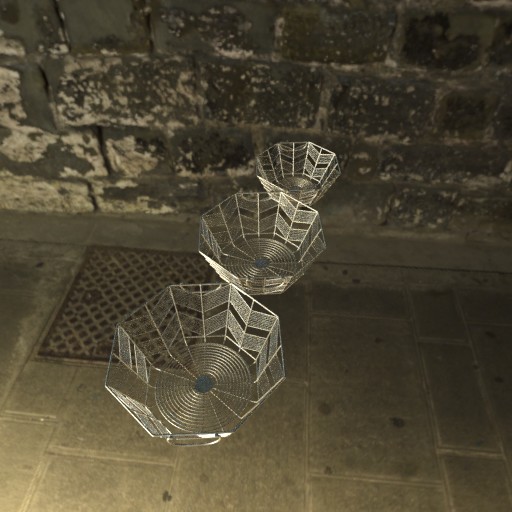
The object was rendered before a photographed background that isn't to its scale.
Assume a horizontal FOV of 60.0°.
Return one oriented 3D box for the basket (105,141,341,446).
[{"bbox_3d":[0.000,0.000,1.365,0.432,0.178,1.246,15,48,13],"label":"basket"}]
